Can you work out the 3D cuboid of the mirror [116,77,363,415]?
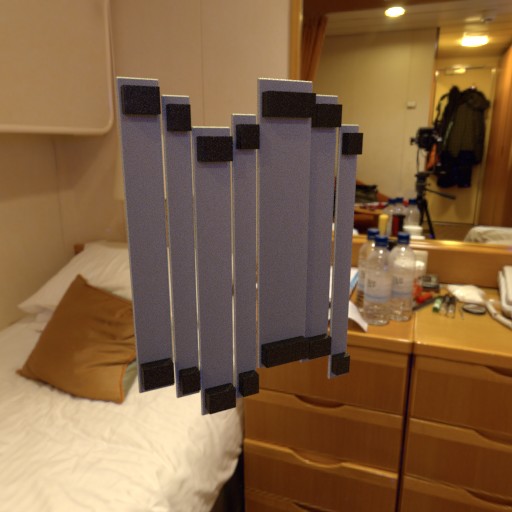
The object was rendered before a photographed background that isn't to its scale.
[{"bbox_3d":[0.000,0.000,0.813,0.445,0.611,0.058,-7,16,-25],"label":"mirror"}]
